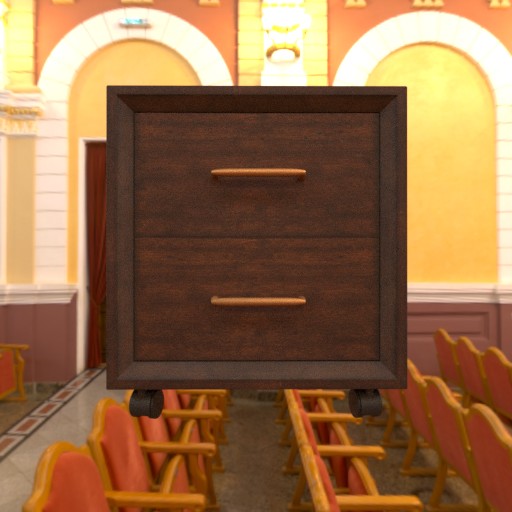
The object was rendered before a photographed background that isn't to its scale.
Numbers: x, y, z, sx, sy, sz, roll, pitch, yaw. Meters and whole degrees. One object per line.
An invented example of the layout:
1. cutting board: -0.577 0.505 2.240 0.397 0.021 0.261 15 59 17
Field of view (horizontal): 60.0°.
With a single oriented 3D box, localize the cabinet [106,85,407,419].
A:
1. cabinet: 0.000 0.000 0.827 0.402 0.455 0.500 0 0 0
